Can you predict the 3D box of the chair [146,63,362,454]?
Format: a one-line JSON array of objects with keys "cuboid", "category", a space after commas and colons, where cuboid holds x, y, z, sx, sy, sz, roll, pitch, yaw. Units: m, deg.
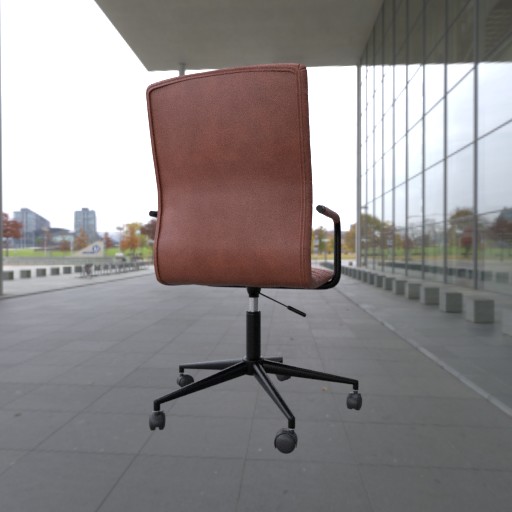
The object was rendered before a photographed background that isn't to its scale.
[{"cuboid": [0.000, 0.000, 1.303, 0.600, 0.878, 0.578, 0, 1, 19], "category": "chair"}]
